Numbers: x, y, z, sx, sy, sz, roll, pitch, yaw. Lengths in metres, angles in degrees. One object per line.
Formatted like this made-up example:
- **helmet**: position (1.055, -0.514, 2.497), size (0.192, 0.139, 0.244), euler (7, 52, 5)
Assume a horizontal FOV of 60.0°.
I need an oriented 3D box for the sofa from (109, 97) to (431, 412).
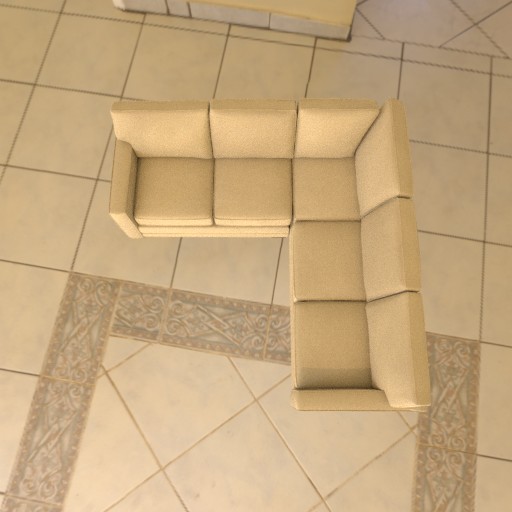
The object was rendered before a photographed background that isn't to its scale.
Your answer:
- **sofa**: position (0.000, 0.000, 3.310), size (2.182, 0.939, 2.189), euler (0, 74, 0)
